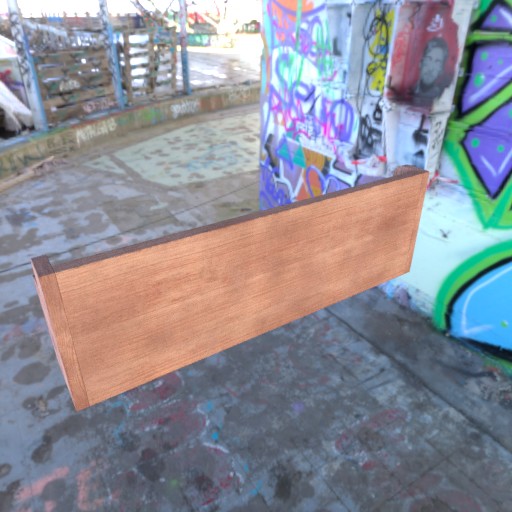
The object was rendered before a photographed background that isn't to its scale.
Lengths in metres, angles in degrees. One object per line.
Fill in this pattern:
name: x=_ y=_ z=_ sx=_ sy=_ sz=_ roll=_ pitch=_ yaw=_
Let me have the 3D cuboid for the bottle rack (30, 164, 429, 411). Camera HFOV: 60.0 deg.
bottle rack: x=0.000 y=0.000 z=0.689 sx=0.608 sy=0.196 sz=0.126 roll=-18 pitch=34 yaw=-28
